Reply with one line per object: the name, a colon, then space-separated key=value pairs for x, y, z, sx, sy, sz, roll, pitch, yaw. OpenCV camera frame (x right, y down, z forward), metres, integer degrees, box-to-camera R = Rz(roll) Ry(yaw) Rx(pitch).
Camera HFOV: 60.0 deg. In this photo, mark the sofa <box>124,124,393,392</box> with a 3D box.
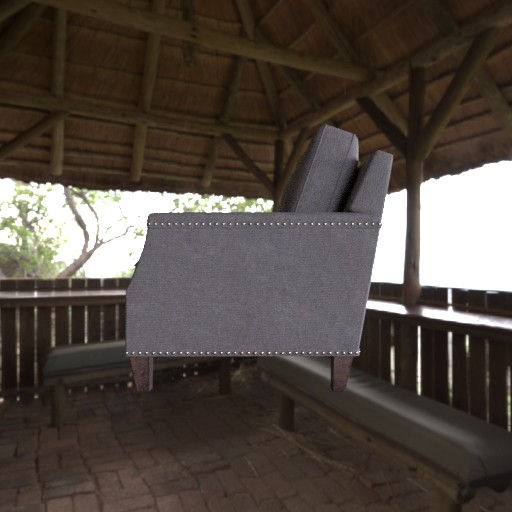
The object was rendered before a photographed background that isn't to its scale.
sofa: x=0.000 y=0.000 z=2.744 sx=1.034 sy=1.042 sz=2.226 roll=0 pitch=0 yaw=0
